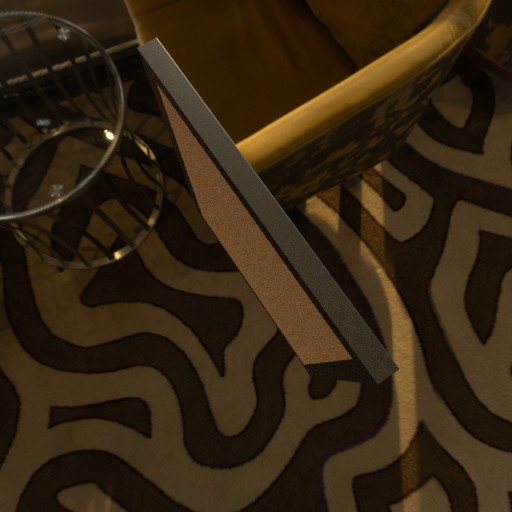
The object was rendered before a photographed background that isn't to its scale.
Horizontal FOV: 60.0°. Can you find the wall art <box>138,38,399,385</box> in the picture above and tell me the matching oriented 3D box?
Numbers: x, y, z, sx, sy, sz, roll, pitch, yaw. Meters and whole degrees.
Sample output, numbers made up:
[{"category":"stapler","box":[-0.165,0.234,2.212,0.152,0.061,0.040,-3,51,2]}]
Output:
[{"category":"wall art","box":[0.000,0.000,0.693,0.025,0.508,0.432,-33,78,-8]}]
